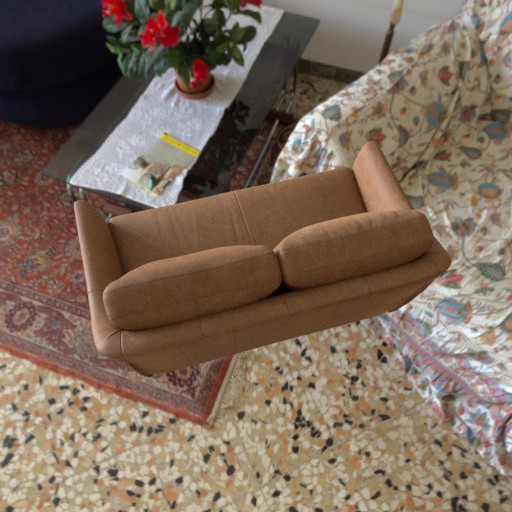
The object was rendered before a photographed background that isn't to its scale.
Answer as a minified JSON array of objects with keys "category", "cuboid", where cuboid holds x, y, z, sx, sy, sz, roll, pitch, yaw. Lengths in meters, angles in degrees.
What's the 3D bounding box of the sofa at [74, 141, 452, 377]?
[{"category":"sofa","cuboid":[0.000,0.000,2.197,1.619,0.902,0.960,-13,60,-8]}]
